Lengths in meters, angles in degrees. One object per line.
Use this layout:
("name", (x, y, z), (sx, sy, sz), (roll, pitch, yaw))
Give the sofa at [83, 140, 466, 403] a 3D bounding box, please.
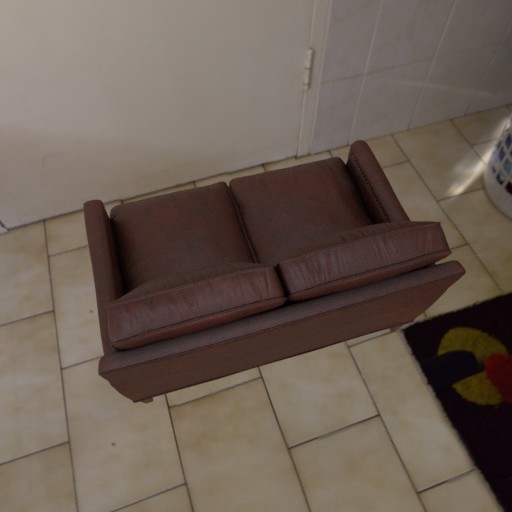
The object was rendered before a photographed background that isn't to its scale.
("sofa", (0.000, 0.000, 2.271), (1.628, 1.003, 1.083), (-14, 60, -9))
